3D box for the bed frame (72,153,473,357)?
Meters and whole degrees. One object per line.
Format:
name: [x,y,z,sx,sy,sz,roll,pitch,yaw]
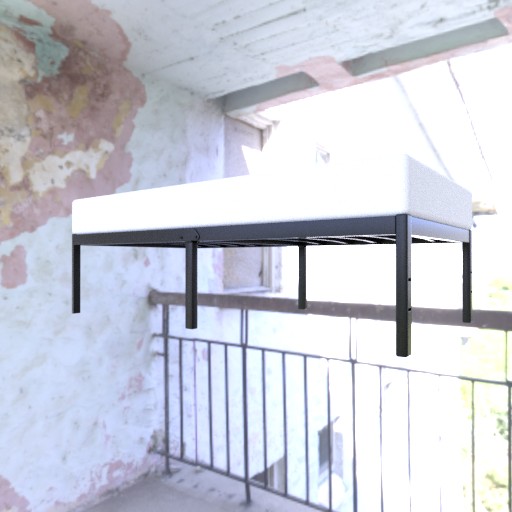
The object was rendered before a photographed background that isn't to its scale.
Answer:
bed frame: [0.000,0.000,2.389,1.950,0.659,1.023,0,0,37]
